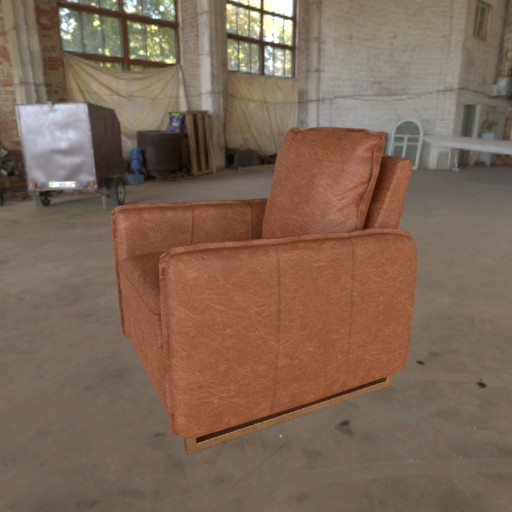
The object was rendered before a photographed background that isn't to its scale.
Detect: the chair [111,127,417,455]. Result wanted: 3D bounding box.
[{"bbox_3d":[0.000,0.000,1.649,0.922,0.922,0.830,-8,18,-26],"label":"chair"}]
